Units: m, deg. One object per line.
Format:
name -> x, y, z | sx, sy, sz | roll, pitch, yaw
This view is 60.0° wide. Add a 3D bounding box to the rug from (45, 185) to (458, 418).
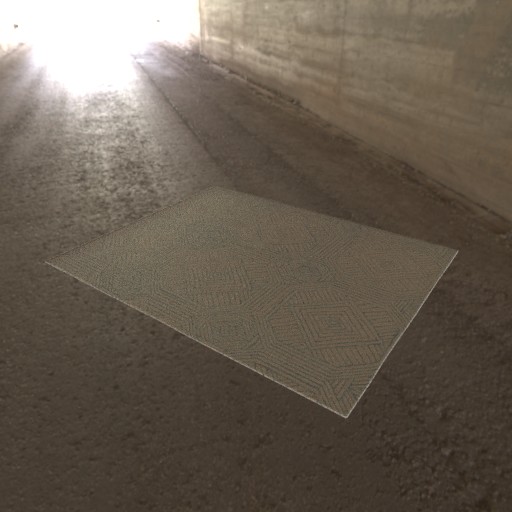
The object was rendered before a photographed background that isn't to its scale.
rug -> 0.000, 0.000, 4.184 | 3.049, 0.015, 2.457 | 20, 35, 31
